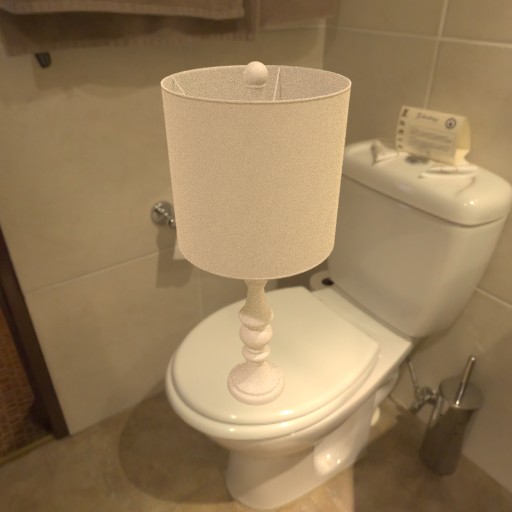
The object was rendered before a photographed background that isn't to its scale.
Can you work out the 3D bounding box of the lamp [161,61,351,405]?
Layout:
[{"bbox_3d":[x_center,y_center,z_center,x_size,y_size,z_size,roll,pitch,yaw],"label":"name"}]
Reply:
[{"bbox_3d":[0.000,0.000,0.736,0.250,0.597,0.250,9,33,15],"label":"lamp"}]
